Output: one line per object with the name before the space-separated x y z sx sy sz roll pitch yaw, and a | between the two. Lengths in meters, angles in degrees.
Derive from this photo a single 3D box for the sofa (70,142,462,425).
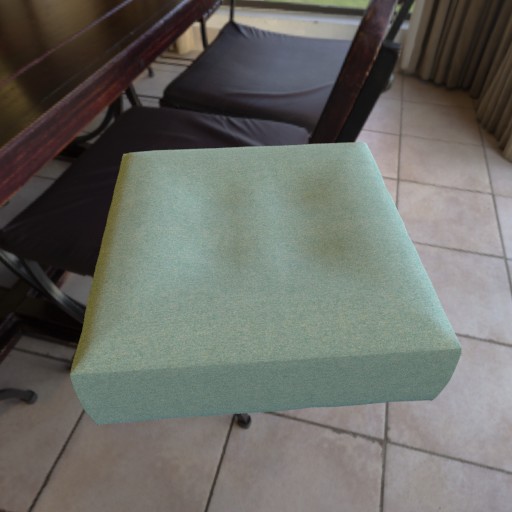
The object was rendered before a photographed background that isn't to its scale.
sofa | 0.000 0.000 1.425 0.930 0.330 0.930 -3 46 -3
